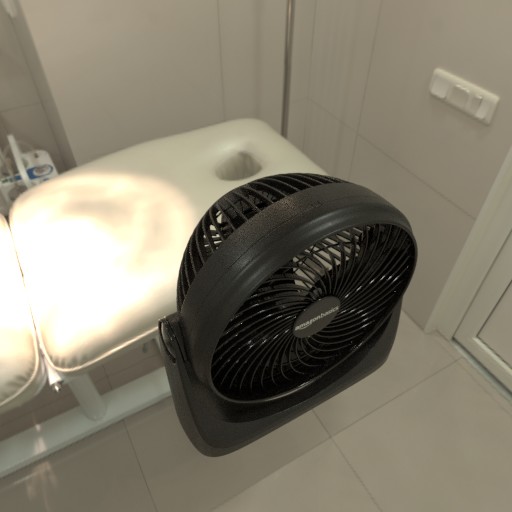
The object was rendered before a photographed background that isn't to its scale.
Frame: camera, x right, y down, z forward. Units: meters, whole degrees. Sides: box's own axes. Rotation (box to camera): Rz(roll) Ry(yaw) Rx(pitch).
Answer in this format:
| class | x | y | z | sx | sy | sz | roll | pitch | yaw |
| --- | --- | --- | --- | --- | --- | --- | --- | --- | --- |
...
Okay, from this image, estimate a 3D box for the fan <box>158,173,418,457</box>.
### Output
| class | x | y | z | sx | sy | sz | roll | pitch | yaw |
| --- | --- | --- | --- | --- | --- | --- | --- | --- | --- |
| fan | 0.000 | 0.000 | 0.485 | 0.273 | 0.277 | 0.256 | -22 | 50 | -20 |
